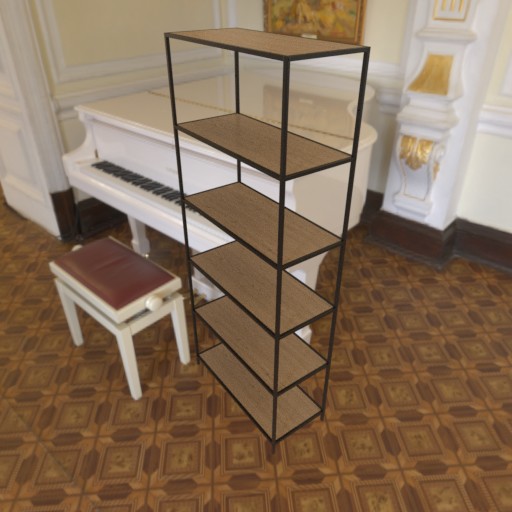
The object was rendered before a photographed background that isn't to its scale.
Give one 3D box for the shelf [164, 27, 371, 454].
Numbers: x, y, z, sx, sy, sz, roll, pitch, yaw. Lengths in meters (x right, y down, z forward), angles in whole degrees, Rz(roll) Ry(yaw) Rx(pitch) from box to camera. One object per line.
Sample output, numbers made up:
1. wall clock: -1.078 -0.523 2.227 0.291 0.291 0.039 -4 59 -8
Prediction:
1. shelf: 0.000 0.000 2.091 0.350 1.850 0.770 -21 38 -30
